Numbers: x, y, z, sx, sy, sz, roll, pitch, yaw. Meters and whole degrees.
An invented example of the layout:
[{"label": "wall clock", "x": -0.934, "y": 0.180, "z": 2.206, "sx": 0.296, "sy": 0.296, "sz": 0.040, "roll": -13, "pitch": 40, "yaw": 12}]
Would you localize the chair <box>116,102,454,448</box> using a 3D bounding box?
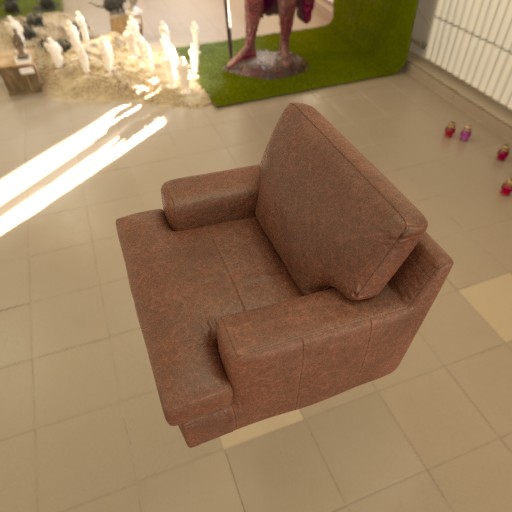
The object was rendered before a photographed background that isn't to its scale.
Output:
[{"label": "chair", "x": 0.000, "y": 0.000, "z": 2.023, "sx": 1.143, "sy": 0.939, "sz": 1.168, "roll": -16, "pitch": 47, "yaw": -15}]
